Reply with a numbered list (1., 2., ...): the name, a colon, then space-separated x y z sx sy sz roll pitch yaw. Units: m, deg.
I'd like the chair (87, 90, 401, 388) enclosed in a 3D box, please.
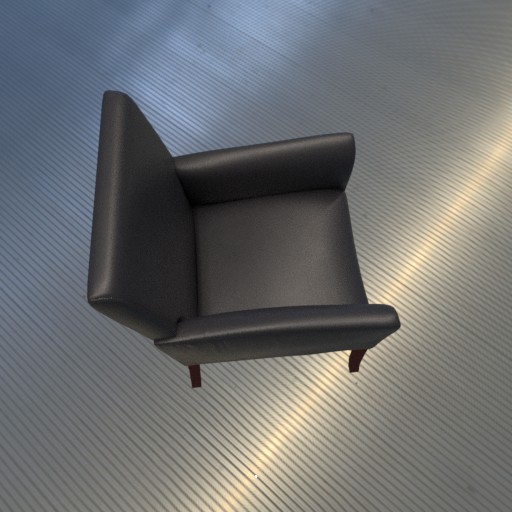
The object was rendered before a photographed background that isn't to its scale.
1. chair: 0.000 0.000 1.495 0.772 0.951 0.683 -5 64 -2
